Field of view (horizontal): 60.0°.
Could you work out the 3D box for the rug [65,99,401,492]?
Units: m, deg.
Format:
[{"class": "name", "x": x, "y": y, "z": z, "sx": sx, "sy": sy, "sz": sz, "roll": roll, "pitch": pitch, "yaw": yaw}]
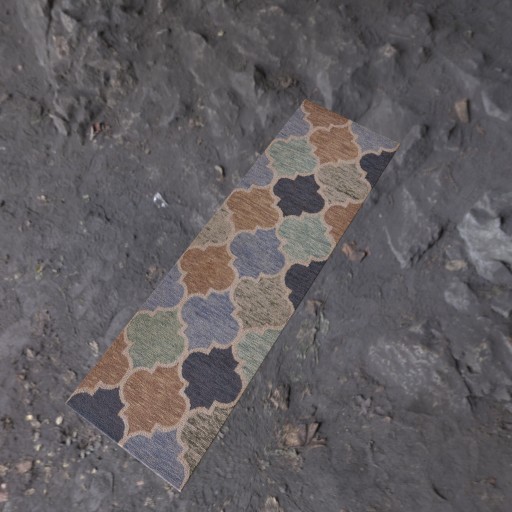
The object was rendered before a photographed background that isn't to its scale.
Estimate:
[{"class": "rug", "x": 0.000, "y": 0.000, "z": 2.436, "sx": 0.687, "sy": 0.011, "sz": 2.287, "roll": 30, "pitch": 68, "yaw": 13}]
